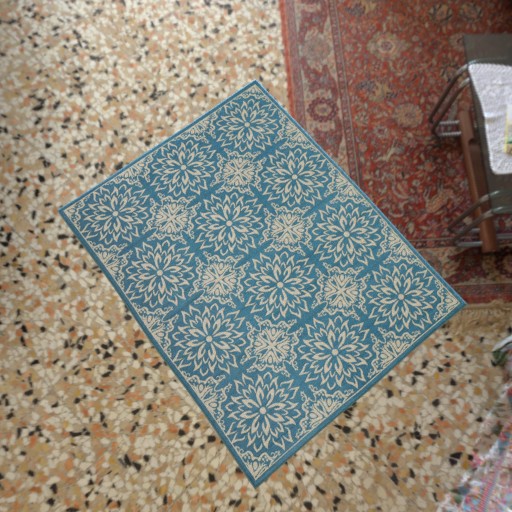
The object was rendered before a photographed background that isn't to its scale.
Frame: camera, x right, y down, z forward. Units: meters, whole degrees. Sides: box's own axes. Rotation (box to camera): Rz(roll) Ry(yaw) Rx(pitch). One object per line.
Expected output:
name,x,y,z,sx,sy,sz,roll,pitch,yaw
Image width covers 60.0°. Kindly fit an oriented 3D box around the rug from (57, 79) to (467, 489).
rug,0.000,0.000,3.973,2.350,0.018,2.964,-37,77,-10
